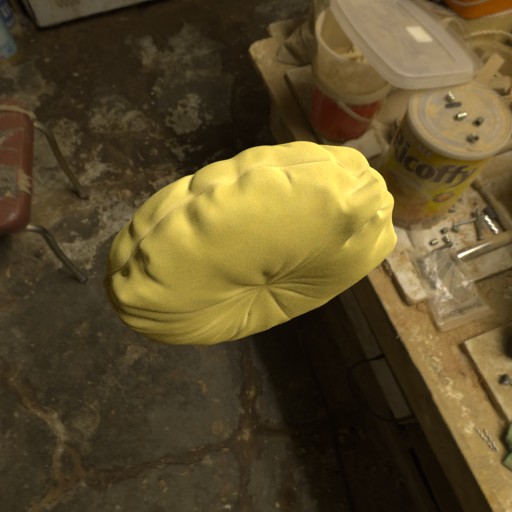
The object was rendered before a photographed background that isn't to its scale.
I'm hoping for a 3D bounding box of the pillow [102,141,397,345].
[{"bbox_3d":[0.000,0.000,0.644,0.428,0.407,0.148,-18,66,-8],"label":"pillow"}]
